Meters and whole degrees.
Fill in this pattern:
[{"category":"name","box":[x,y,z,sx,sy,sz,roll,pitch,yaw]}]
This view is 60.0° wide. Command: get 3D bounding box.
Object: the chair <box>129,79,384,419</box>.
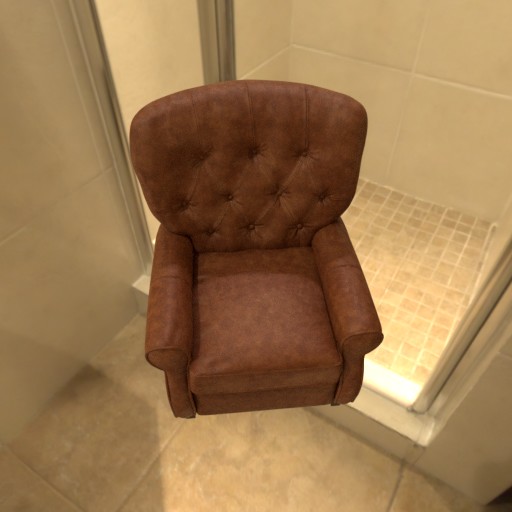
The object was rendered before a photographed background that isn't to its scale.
[{"category":"chair","box":[0.000,0.000,1.913,0.951,1.164,1.059,-4,46,-4]}]
